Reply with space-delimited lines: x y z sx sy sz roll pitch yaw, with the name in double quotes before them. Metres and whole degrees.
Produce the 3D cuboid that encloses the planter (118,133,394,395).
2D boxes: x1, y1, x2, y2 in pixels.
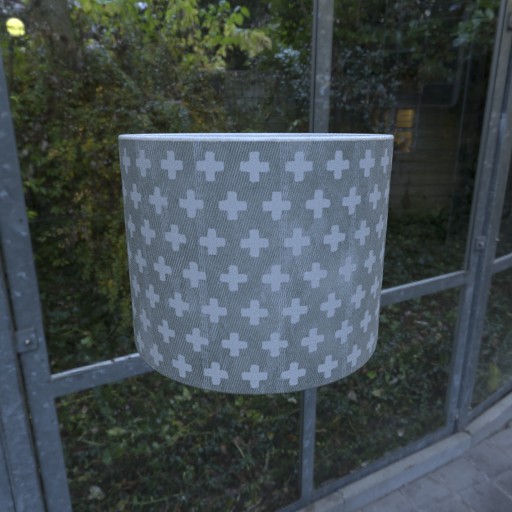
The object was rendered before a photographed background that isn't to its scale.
"planter" 0.000 0.000 0.452 0.250 0.239 0.250 0 16 0
